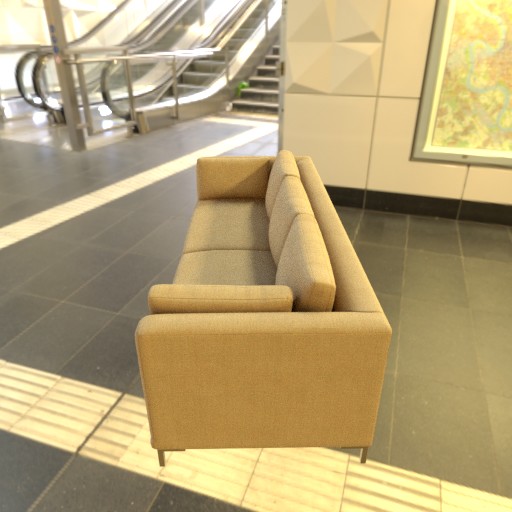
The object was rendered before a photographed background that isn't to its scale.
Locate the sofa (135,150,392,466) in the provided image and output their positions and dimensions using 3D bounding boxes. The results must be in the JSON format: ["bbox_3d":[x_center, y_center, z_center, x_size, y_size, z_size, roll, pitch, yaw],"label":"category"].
[{"bbox_3d":[0.000,0.000,2.840,0.969,0.867,2.415,0,28,-1],"label":"sofa"}]
